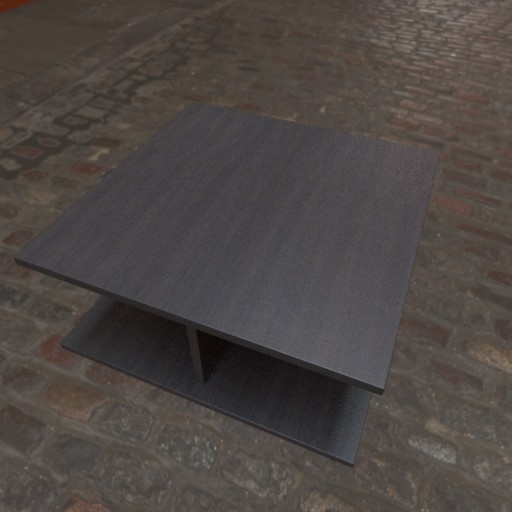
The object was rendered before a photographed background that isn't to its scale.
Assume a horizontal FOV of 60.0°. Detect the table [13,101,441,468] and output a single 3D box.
[{"bbox_3d":[0.000,0.000,1.191,0.762,0.396,0.762,17,47,16],"label":"table"}]
